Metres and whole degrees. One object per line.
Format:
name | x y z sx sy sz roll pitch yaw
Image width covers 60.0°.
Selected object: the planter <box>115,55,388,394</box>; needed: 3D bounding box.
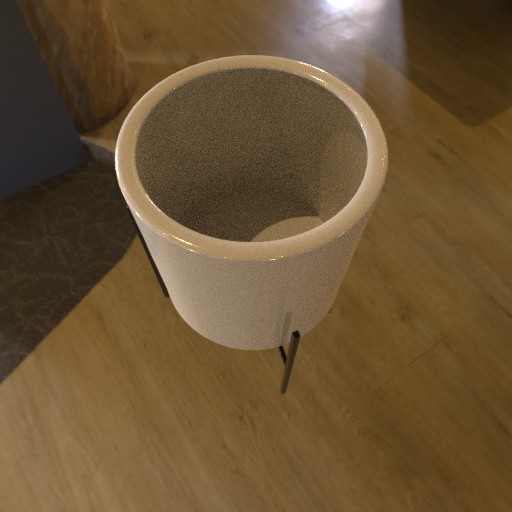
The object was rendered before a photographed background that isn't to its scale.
planter | 0.000 0.000 0.635 0.307 0.431 0.308 -16 62 -9
